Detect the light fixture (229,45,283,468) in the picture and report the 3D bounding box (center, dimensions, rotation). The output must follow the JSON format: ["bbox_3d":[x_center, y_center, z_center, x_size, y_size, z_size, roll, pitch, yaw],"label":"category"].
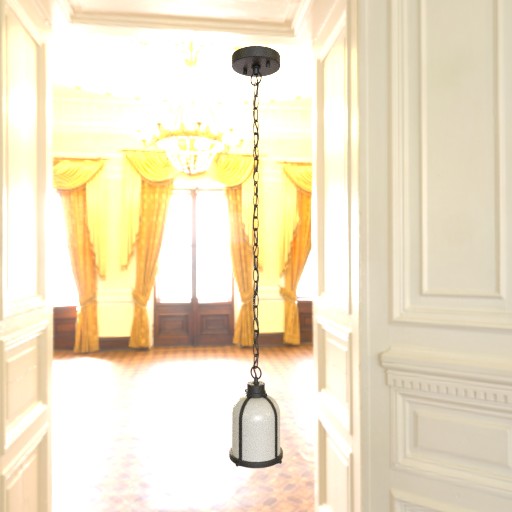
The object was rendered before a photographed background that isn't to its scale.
[{"bbox_3d":[0.000,0.000,1.313,0.178,1.181,0.178,0,0,37],"label":"light fixture"}]
